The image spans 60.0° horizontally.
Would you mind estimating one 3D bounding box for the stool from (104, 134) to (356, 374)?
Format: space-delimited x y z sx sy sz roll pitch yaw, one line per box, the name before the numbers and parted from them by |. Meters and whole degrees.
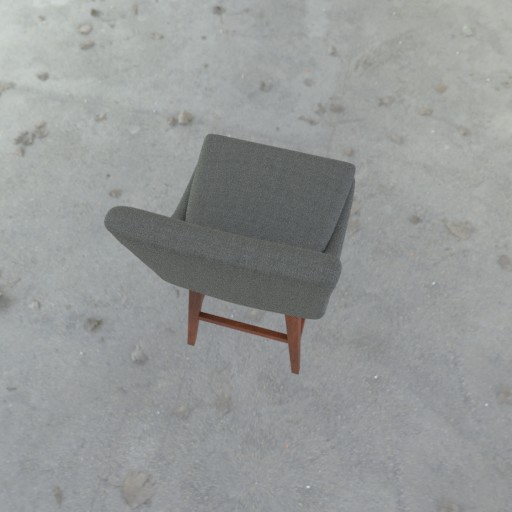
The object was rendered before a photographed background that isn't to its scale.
stool | 0.000 0.000 1.244 0.447 0.977 0.524 14 64 7
